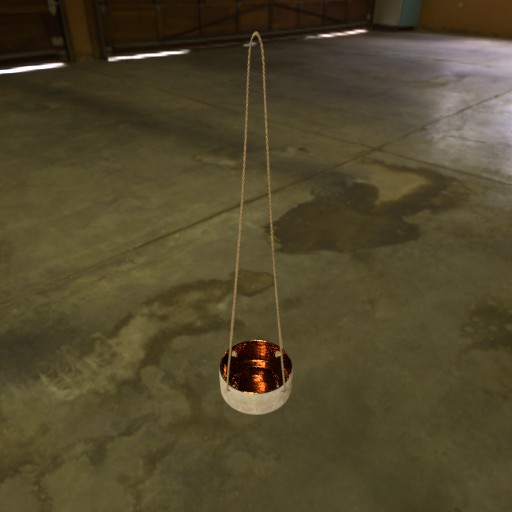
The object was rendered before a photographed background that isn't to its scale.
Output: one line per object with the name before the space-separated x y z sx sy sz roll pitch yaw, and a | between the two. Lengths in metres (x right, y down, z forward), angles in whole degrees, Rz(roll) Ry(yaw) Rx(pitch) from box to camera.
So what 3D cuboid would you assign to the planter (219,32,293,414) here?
planter | 0.000 0.000 1.137 0.223 1.030 0.223 0 32 0
